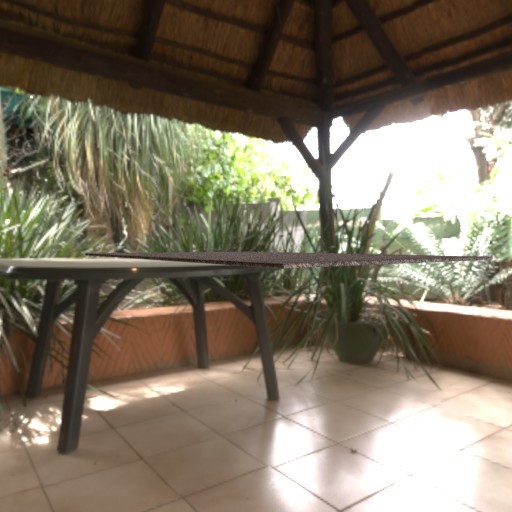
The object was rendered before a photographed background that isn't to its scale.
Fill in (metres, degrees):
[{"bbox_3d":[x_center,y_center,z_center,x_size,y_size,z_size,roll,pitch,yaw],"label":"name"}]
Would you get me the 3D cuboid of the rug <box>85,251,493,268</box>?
[{"bbox_3d":[0.000,0.000,2.877,1.501,0.017,2.298,-1,2,-37],"label":"rug"}]
